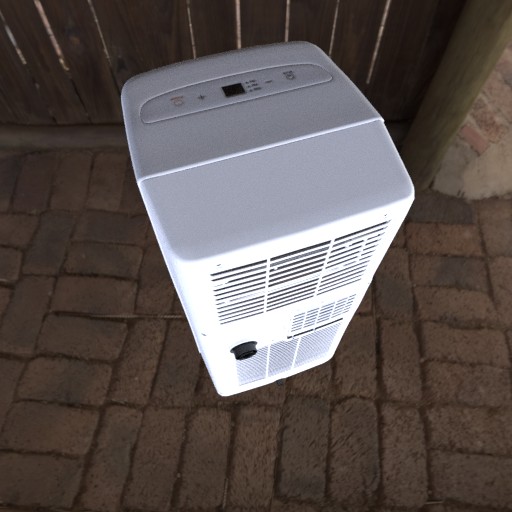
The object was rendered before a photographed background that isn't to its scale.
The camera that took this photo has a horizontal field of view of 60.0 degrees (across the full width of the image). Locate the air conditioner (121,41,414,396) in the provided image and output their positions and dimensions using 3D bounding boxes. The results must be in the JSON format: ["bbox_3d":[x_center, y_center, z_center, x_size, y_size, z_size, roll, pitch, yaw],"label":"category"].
[{"bbox_3d":[0.000,0.000,0.789,0.304,0.606,0.349,-17,60,-10],"label":"air conditioner"}]
